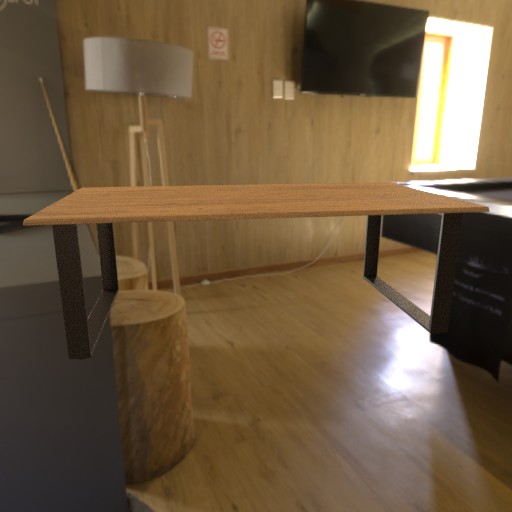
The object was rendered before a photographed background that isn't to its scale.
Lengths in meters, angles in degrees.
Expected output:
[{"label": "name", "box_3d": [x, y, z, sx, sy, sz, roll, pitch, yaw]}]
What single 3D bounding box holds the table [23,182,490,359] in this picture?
[{"label": "table", "box_3d": [0.000, 0.000, 1.635, 1.331, 0.445, 0.693, -2, 16, -8]}]
